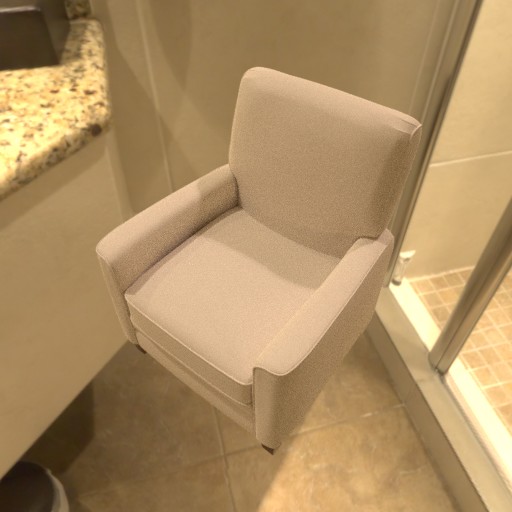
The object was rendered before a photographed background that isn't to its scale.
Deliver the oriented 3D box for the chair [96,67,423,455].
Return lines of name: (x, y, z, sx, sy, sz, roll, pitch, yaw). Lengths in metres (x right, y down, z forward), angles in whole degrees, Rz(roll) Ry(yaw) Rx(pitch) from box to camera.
chair: (0.000, 0.000, 1.635, 0.841, 1.028, 0.858, 29, 52, 25)
